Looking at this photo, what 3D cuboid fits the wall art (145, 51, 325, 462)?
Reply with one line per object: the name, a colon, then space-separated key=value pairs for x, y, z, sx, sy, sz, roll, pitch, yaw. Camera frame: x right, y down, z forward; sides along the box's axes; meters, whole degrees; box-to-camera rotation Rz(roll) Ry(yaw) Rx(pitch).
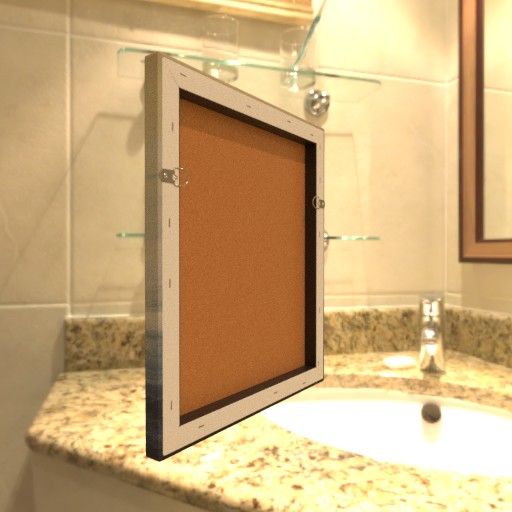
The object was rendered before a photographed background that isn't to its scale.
wall art: x=0.000 y=0.000 z=1.015 sx=0.041 sy=0.710 sz=0.608 roll=0 pitch=1 yaw=36
